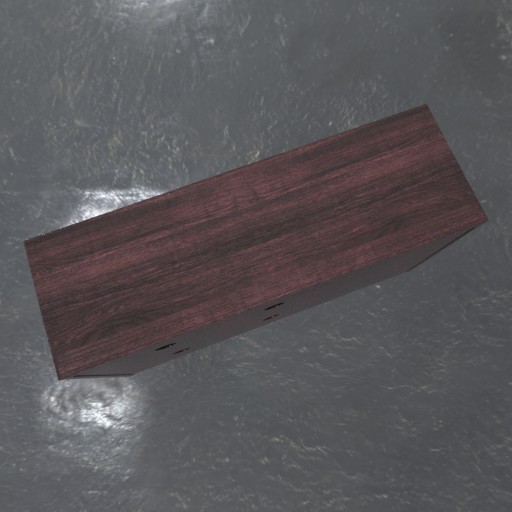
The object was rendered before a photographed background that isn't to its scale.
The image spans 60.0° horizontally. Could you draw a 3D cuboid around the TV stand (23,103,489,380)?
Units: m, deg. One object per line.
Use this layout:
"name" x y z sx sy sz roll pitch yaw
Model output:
"TV stand" 0.000 0.000 1.489 1.192 0.614 0.404 -20 76 -5
